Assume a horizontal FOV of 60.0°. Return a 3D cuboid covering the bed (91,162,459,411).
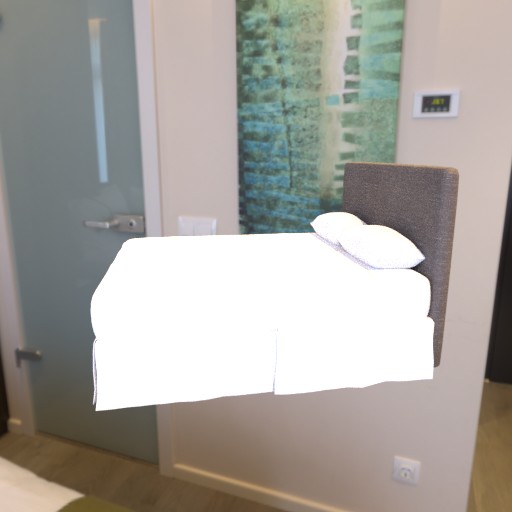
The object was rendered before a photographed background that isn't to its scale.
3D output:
[{"bbox_3d":[0.000,0.000,3.264,2.142,1.330,1.723,-2,13,-9],"label":"bed"}]
